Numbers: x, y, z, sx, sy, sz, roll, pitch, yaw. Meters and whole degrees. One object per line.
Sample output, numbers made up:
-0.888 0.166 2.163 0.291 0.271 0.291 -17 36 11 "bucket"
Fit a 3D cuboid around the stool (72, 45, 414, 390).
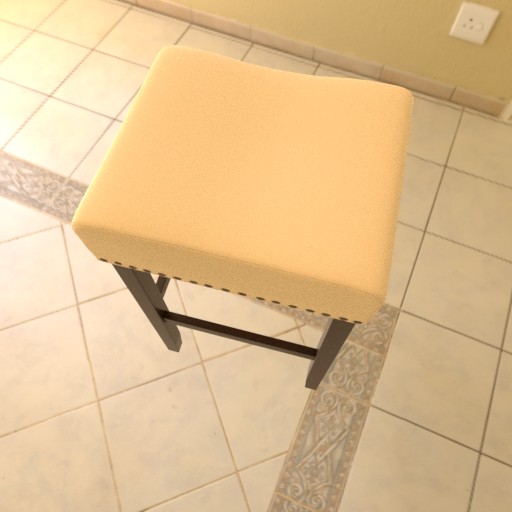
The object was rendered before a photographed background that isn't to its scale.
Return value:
0.000 0.000 1.030 0.471 0.762 0.401 13 64 6 "stool"
